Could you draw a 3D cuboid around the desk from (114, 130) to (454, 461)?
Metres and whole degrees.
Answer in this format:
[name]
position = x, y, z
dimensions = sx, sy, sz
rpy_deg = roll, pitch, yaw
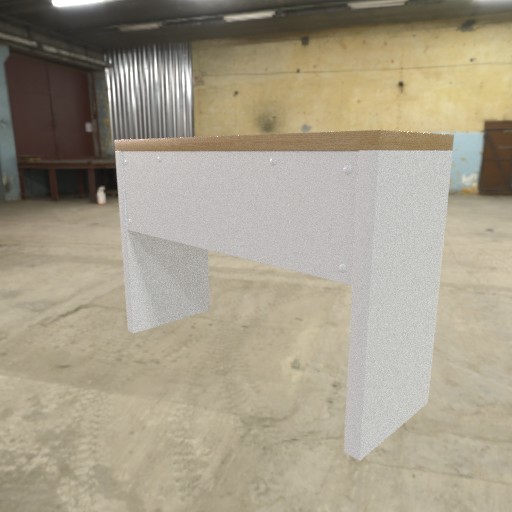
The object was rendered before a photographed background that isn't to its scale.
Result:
[desk]
position = 0.000, 0.000, 1.476
dimensions = 0.390, 0.760, 1.100
rpy_deg = -13, 18, -43
